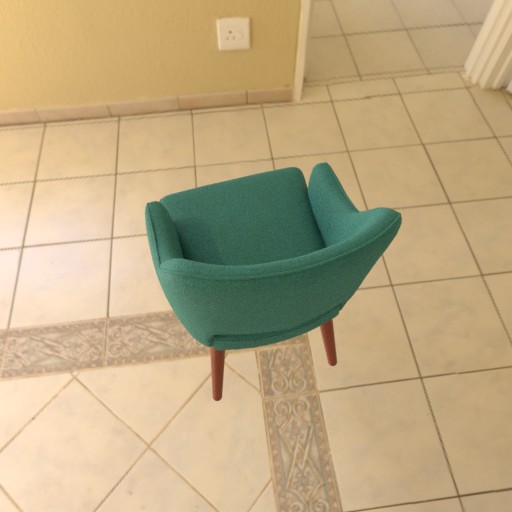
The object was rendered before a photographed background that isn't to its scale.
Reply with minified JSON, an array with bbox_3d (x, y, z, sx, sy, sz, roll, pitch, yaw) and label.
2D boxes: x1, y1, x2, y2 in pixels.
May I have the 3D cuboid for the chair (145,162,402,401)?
[{"bbox_3d":[0.000,0.000,1.240,0.548,0.849,0.605,-14,60,-8],"label":"chair"}]
